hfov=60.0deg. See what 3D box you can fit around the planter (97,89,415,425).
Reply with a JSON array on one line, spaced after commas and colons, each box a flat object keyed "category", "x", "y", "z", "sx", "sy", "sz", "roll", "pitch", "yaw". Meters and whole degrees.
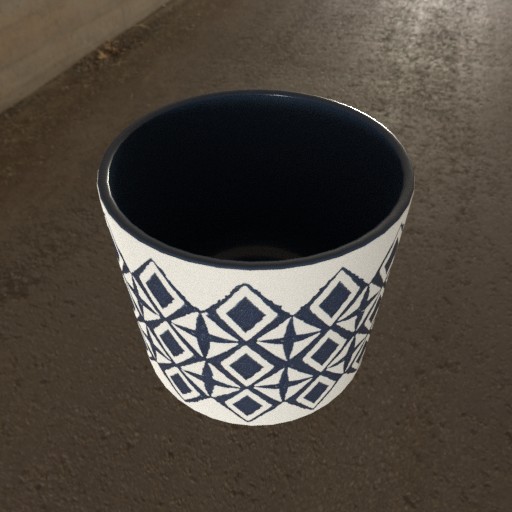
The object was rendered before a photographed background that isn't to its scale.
[{"category": "planter", "x": 0.000, "y": 0.000, "z": 0.277, "sx": 0.159, "sy": 0.144, "sz": 0.159, "roll": 0, "pitch": 45, "yaw": 0}]
